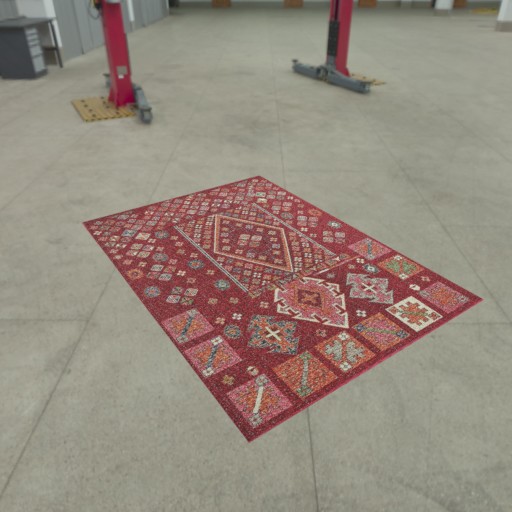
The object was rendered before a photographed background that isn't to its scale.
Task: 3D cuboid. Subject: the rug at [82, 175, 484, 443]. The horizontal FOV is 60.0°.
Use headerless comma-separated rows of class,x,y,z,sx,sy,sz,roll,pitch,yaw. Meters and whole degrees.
rug,0.000,0.000,2.848,1.579,0.007,2.184,-20,38,-29
